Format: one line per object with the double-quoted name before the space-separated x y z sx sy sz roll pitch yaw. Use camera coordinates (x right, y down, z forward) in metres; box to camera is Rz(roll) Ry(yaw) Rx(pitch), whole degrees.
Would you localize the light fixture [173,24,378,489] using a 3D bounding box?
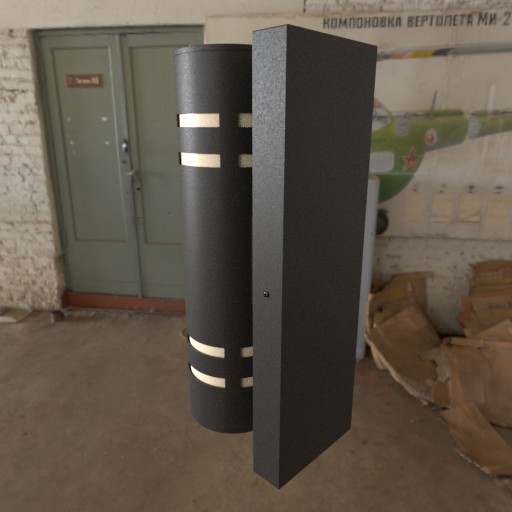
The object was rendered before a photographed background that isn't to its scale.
"light fixture" 0.000 0.000 0.386 0.149 0.330 0.105 15 22 42
